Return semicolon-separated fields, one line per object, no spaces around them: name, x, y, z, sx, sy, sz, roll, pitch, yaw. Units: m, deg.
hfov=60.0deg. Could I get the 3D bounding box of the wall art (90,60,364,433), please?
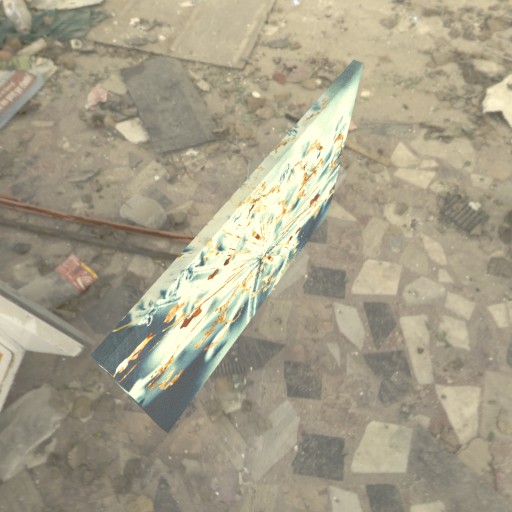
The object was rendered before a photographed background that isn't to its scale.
wall art;0.000;0.000;1.448;0.035;0.759;1.138;30;63;17
